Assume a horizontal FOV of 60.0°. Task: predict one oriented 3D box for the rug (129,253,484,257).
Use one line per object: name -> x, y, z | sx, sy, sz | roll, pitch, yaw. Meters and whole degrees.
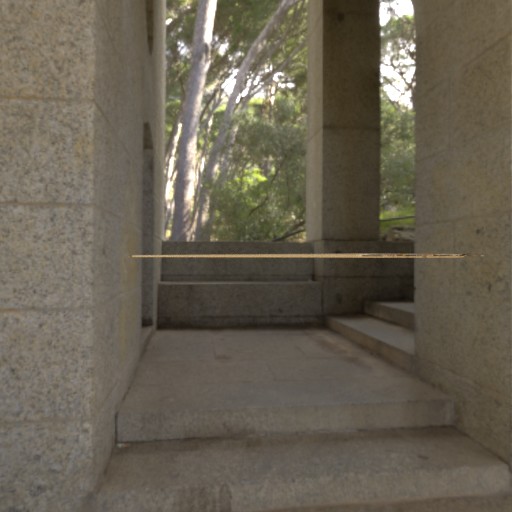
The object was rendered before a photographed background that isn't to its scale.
rug -> 0.000, 0.000, 2.715 | 0.729, 0.021, 2.438 | 0, 0, -37
